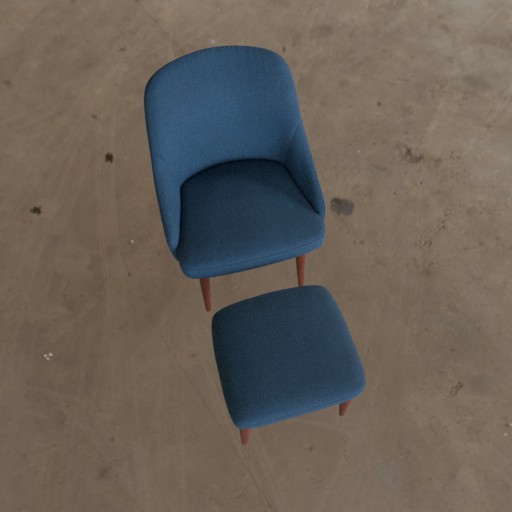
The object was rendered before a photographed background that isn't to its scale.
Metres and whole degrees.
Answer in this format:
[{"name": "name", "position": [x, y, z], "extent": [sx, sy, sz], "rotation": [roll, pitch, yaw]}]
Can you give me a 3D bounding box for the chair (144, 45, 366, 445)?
[{"name": "chair", "position": [0.000, 0.000, 1.569], "extent": [0.584, 0.866, 1.114], "rotation": [-14, 64, -7]}]
